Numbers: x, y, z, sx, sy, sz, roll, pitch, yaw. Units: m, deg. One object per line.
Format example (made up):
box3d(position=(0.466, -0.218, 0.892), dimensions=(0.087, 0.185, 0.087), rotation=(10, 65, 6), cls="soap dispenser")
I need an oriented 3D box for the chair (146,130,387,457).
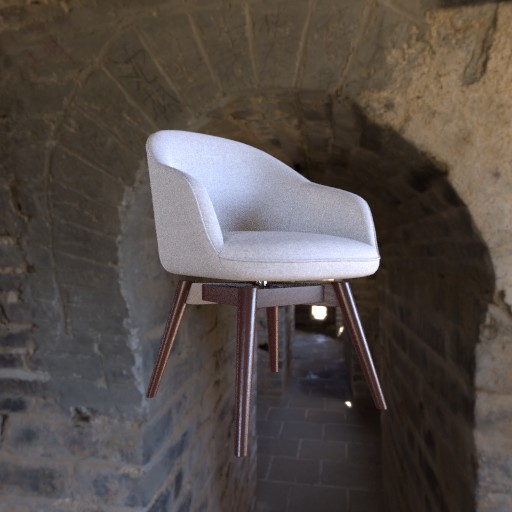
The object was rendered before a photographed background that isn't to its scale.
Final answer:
box3d(position=(0.000, 0.000, 1.266), dimensions=(0.596, 0.823, 0.635), rotation=(0, 0, -36), cls="chair")
